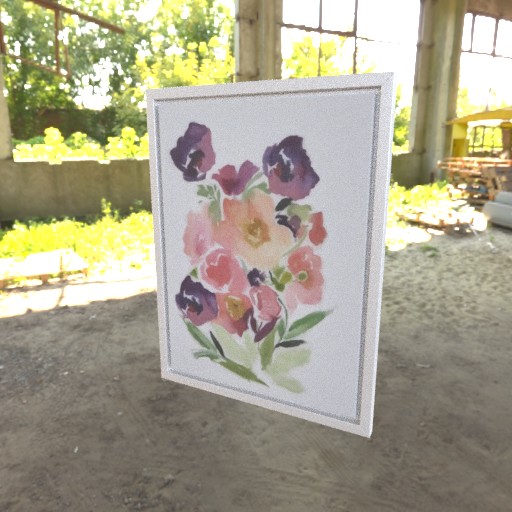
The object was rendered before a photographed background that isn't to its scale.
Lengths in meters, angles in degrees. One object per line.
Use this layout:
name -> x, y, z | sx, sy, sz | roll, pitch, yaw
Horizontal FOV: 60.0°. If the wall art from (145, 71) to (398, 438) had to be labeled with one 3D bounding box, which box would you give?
wall art -> 0.000, 0.000, 1.433 | 0.805, 1.056, 0.042 | 7, 15, 26
